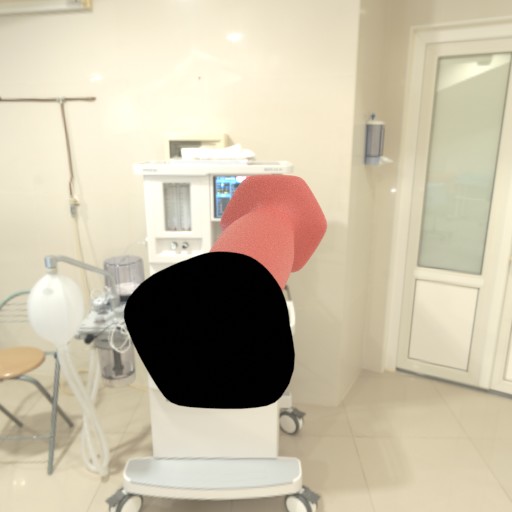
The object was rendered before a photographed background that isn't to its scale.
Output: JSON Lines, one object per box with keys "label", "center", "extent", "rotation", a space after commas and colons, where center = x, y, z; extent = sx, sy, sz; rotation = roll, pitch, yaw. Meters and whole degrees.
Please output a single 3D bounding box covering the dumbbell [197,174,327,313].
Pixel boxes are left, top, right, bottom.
{"label": "dumbbell", "center": [0.000, 0.000, 0.144], "extent": [0.047, 0.043, 0.123], "rotation": [2, 16, 8]}
